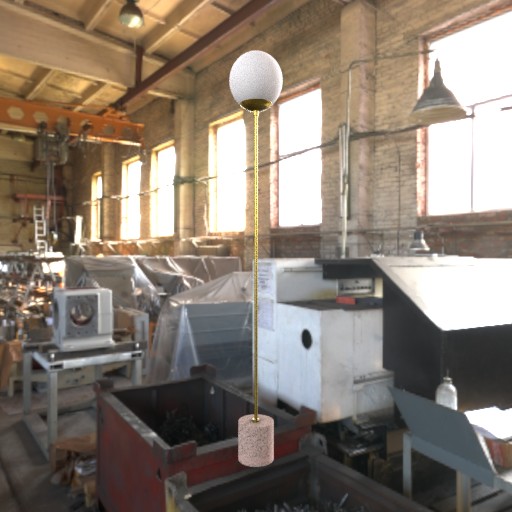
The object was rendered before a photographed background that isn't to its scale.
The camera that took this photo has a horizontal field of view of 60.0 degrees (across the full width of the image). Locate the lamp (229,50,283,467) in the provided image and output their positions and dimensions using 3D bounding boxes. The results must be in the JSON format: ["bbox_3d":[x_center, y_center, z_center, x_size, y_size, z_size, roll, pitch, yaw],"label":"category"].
[{"bbox_3d":[0.000,0.000,1.910,0.229,1.748,0.229,0,0,18],"label":"lamp"}]
